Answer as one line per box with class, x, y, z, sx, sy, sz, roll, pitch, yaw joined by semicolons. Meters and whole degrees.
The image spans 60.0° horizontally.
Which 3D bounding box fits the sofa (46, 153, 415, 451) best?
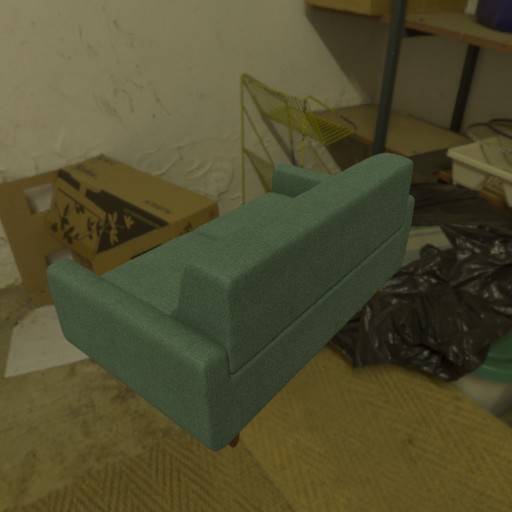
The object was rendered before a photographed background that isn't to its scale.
sofa;0.000;0.000;2.150;0.909;0.841;1.631;22;37;33
